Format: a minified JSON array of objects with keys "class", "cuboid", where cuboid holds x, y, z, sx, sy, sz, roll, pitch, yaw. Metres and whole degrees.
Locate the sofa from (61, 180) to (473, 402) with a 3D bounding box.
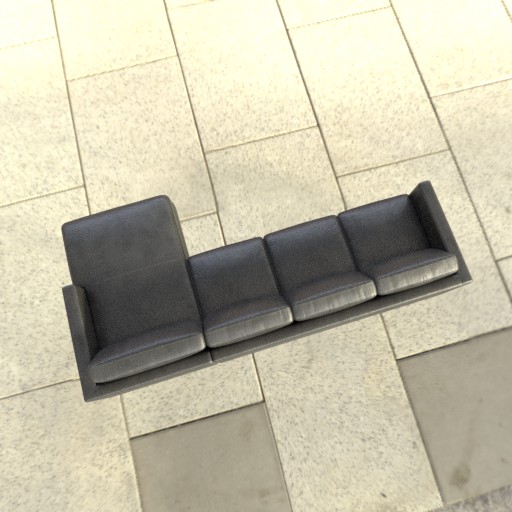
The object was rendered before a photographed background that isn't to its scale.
[{"class":"sofa","cuboid":[0.000,0.000,3.933,3.203,0.883,1.581,-16,77,-4]}]
